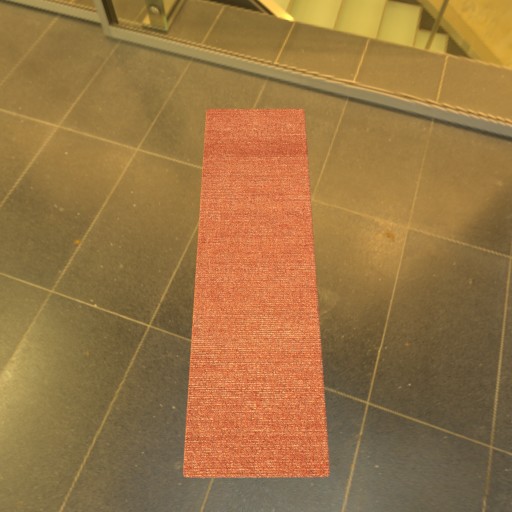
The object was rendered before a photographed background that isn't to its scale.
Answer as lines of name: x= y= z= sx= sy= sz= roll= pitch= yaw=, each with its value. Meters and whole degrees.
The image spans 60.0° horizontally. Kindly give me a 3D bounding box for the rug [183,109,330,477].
rug: x=0.000 y=0.000 z=2.583 sx=0.687 sy=0.012 sz=2.307 roll=0 pitch=63 yaw=0
